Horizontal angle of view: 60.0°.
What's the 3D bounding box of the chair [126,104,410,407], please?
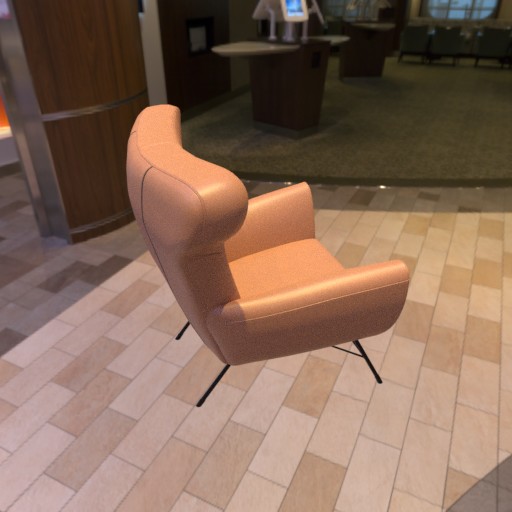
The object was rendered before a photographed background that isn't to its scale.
[{"bbox_3d":[0.000,0.000,1.783,0.900,1.050,0.980,-11,33,-17],"label":"chair"}]
